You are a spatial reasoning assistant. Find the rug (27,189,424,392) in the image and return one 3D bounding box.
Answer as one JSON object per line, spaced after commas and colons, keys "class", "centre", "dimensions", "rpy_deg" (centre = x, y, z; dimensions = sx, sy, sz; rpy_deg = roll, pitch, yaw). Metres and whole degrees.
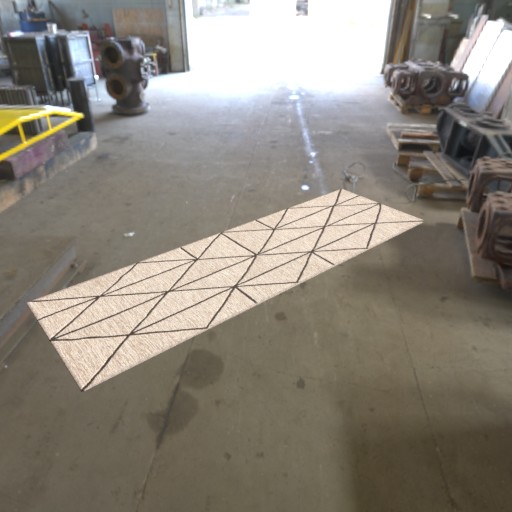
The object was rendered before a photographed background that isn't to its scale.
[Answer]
{"class": "rug", "centre": [0.000, 0.000, 2.696], "dimensions": [2.438, 0.012, 0.762], "rpy_deg": [-23, 37, -33]}
